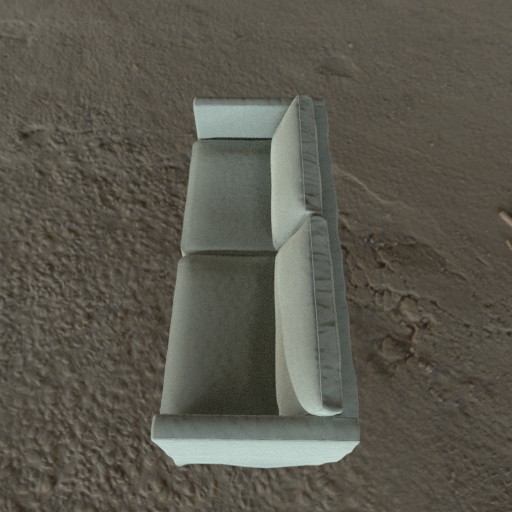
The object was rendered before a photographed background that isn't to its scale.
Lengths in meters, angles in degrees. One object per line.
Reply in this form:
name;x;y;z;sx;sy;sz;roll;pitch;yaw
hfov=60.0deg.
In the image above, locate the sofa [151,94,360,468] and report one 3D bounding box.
sofa;0.000;0.000;2.771;0.962;0.853;2.312;1;58;0
